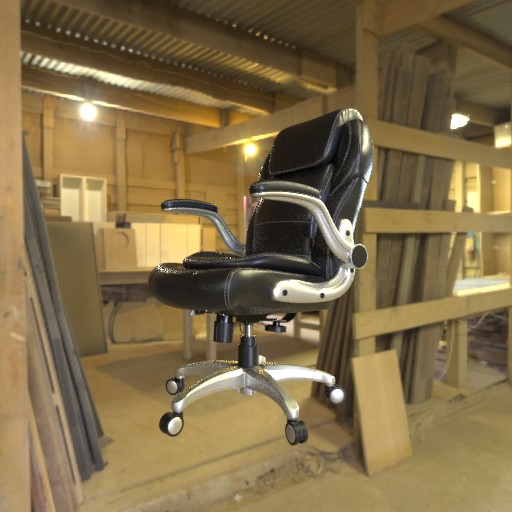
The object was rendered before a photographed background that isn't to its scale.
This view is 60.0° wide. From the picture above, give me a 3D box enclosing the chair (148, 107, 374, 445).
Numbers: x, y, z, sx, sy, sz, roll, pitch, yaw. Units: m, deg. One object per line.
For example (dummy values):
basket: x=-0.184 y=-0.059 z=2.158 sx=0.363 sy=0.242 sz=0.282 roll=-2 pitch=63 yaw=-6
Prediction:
chair: x=0.000 y=0.000 z=1.663 sx=0.801 sy=1.141 sz=0.724 roll=-1 pitch=1 yaw=-35
